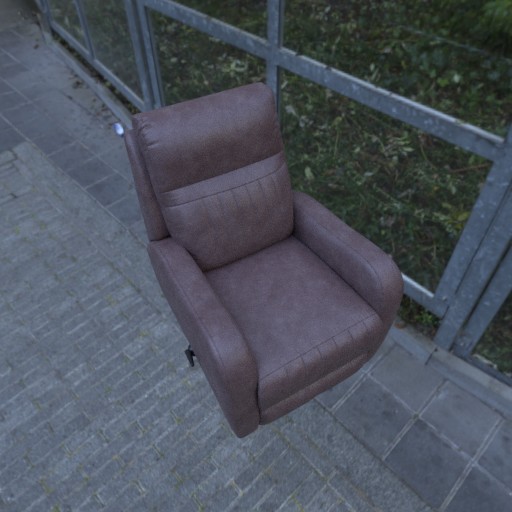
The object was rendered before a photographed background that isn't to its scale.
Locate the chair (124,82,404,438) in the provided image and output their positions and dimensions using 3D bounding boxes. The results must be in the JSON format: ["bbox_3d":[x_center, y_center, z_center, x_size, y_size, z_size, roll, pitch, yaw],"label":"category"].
[{"bbox_3d":[0.000,0.000,1.912,0.865,1.067,1.067,-23,51,-20],"label":"chair"}]
